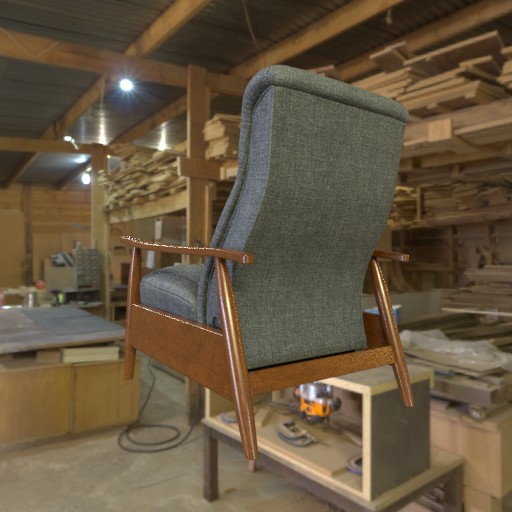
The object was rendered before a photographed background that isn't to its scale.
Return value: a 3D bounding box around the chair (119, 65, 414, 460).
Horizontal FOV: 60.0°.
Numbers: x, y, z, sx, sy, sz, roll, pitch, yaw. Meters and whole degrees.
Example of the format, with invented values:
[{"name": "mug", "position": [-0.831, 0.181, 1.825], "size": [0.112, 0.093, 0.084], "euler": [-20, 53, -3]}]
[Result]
[{"name": "chair", "position": [0.000, 0.000, 1.775], "size": [0.762, 1.082, 1.030], "euler": [0, 0, -36]}]
